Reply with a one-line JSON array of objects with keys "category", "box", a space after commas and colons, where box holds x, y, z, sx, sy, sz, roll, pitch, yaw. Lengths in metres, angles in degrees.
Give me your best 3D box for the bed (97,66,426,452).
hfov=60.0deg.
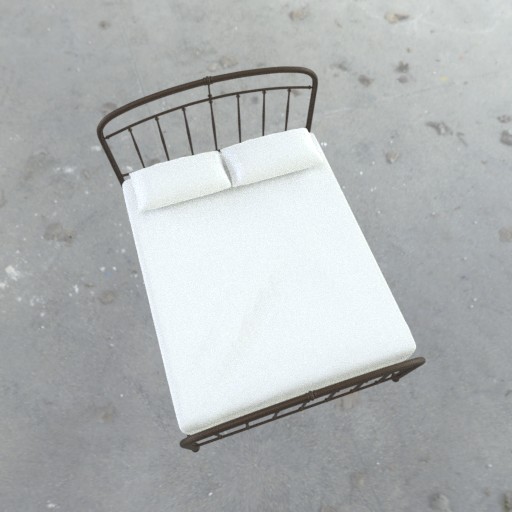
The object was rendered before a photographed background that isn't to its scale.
[{"category": "bed", "box": [0.000, 0.000, 3.227, 1.711, 1.425, 2.180, -16, 66, -8]}]
